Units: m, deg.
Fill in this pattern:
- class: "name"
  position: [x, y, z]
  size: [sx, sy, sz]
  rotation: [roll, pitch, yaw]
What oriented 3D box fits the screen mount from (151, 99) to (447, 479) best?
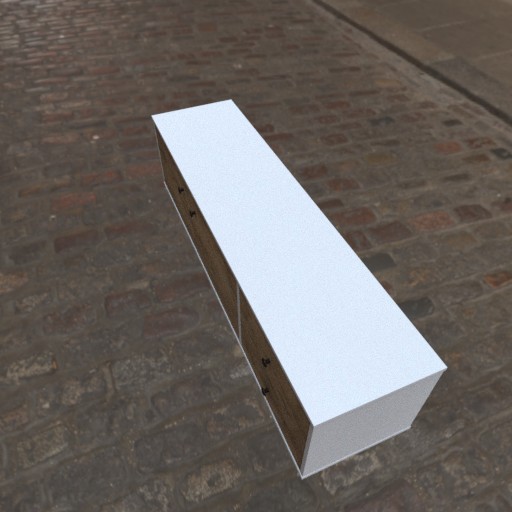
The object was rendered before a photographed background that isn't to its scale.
- class: "screen mount"
  position: [0.000, 0.000, 1.811]
  size: [0.418, 0.520, 1.600]
  rotation: [-17, 49, -16]
